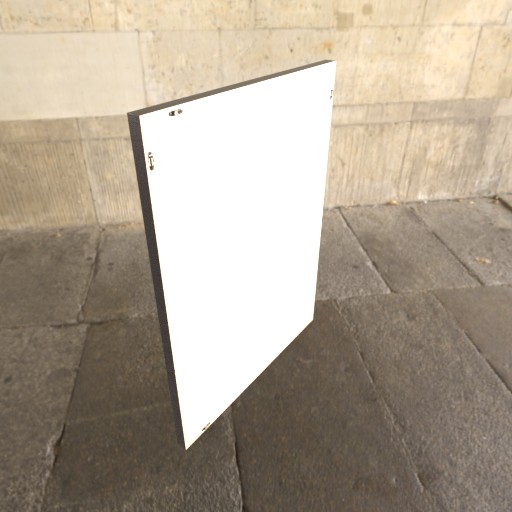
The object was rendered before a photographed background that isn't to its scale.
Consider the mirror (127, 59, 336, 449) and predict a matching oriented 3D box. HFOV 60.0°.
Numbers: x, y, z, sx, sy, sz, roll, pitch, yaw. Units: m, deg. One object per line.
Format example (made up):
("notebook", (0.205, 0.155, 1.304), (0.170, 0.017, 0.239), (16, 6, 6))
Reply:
("mirror", (0.000, 0.000, 1.357), (0.040, 1.016, 0.762), (22, 39, 30))
